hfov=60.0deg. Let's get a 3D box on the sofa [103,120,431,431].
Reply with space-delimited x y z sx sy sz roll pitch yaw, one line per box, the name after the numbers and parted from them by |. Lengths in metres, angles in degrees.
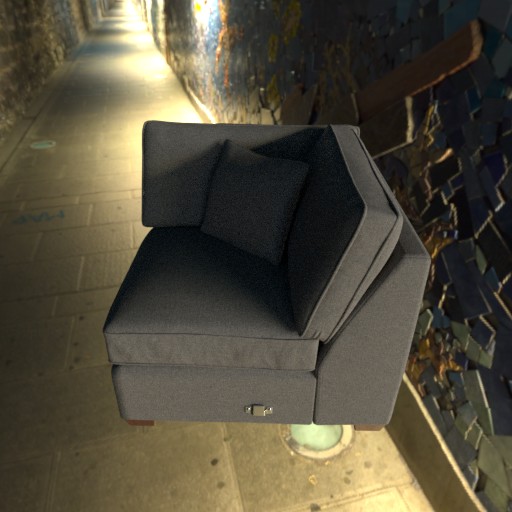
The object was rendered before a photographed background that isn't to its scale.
0.000 0.000 1.941 1.084 1.002 1.146 1 31 1 | sofa
